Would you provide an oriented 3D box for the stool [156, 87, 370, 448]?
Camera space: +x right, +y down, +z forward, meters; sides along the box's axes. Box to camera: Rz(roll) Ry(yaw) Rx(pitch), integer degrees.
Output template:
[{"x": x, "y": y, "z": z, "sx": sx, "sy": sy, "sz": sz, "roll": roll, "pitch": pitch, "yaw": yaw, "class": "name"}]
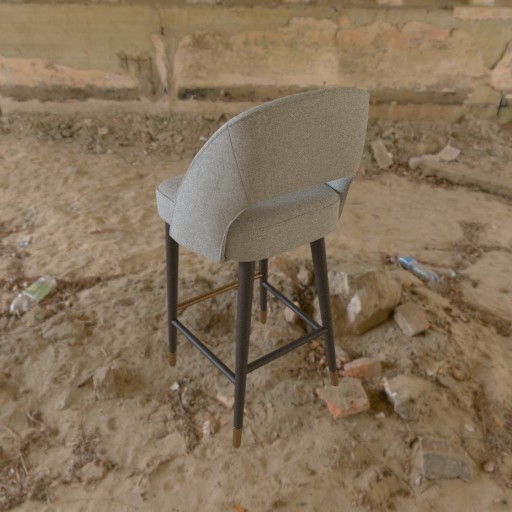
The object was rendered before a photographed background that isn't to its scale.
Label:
[{"x": 0.000, "y": 0.000, "z": 1.353, "sx": 0.494, "sy": 1.037, "sz": 0.509, "roll": -20, "pitch": 36, "yaw": -30, "class": "stool"}]
